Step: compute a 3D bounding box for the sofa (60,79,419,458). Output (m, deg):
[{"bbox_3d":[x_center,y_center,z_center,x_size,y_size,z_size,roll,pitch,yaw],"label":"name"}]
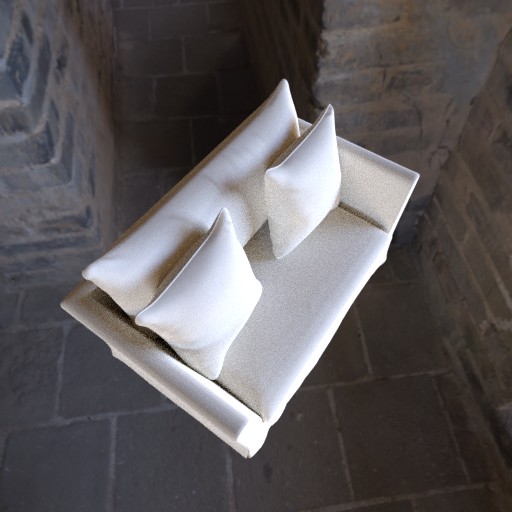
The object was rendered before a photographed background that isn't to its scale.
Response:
[{"bbox_3d":[0.000,0.000,2.291,1.026,1.039,1.608,31,62,18],"label":"sofa"}]
